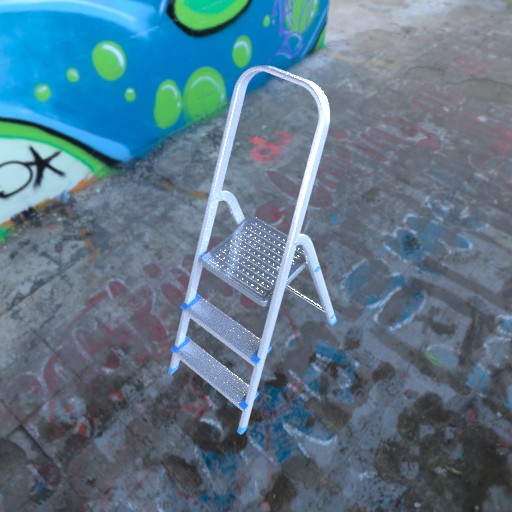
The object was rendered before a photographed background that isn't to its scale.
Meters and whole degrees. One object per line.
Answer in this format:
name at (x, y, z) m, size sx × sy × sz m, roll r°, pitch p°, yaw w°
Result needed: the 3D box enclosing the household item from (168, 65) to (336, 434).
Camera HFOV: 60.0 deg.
household item at (0.000, 0.000, 1.534) m, size 0.420 × 1.215 × 0.687 m, roll 32°, pitch 56°, yaw 25°
